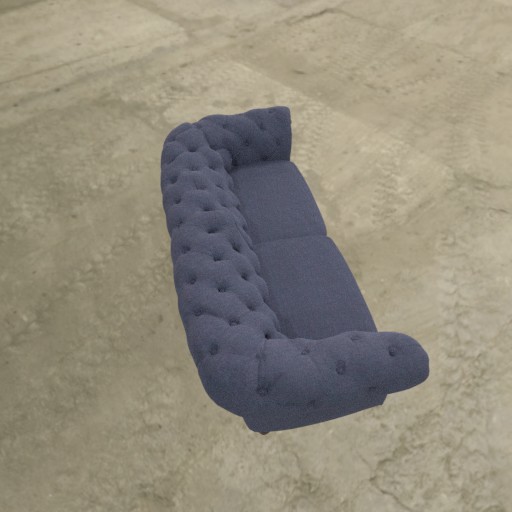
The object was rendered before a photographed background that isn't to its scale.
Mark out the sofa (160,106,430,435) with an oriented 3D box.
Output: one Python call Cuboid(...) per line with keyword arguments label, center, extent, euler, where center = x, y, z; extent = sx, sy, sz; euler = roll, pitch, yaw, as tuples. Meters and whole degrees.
Cuboid(label="sofa", center=(0.000, 0.000, 2.839), extent=(1.046, 0.836, 2.335), euler=(-10, 48, -9))
